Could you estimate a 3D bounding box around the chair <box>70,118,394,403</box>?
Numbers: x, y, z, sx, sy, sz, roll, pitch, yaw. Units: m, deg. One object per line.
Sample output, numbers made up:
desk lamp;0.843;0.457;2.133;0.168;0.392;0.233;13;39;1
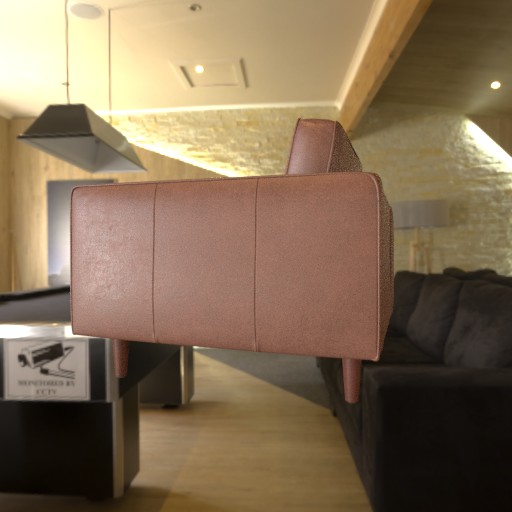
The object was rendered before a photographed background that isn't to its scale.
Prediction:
chair;0.000;0.000;1.550;0.900;0.770;0.920;0;1;19
